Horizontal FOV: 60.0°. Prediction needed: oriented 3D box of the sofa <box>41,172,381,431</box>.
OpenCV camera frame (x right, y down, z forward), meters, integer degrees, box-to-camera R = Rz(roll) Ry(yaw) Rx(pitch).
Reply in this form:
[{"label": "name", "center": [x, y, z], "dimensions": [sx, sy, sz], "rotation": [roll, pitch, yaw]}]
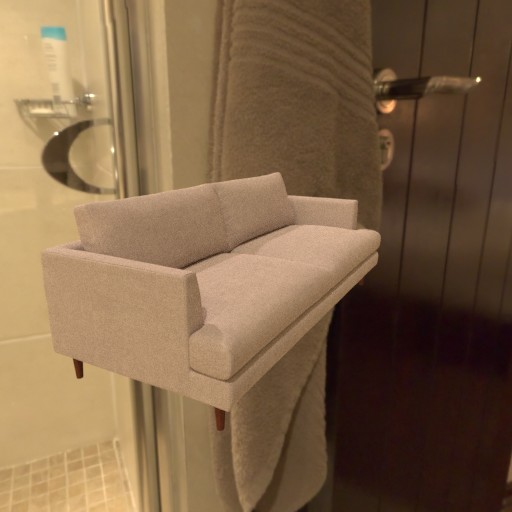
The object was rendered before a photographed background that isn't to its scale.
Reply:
[{"label": "sofa", "center": [0.000, 0.000, 2.761], "dimensions": [1.020, 0.868, 2.250], "rotation": [8, 17, 28]}]
